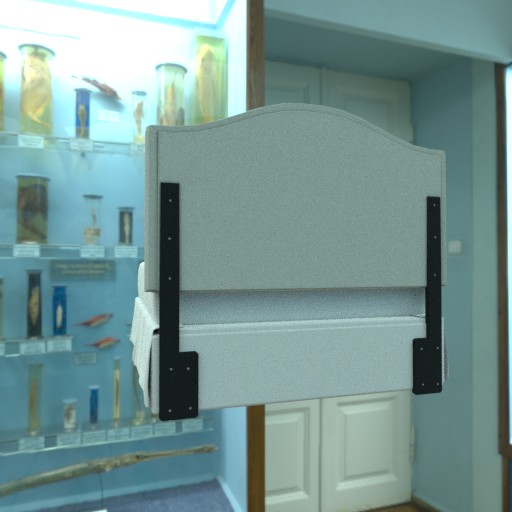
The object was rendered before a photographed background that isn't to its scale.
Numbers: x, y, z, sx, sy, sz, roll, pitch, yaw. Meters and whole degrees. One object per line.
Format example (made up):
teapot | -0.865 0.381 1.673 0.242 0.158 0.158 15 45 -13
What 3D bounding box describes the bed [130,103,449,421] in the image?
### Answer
bed | 0.000 0.000 3.387 1.813 1.607 2.180 0 -1 -17
